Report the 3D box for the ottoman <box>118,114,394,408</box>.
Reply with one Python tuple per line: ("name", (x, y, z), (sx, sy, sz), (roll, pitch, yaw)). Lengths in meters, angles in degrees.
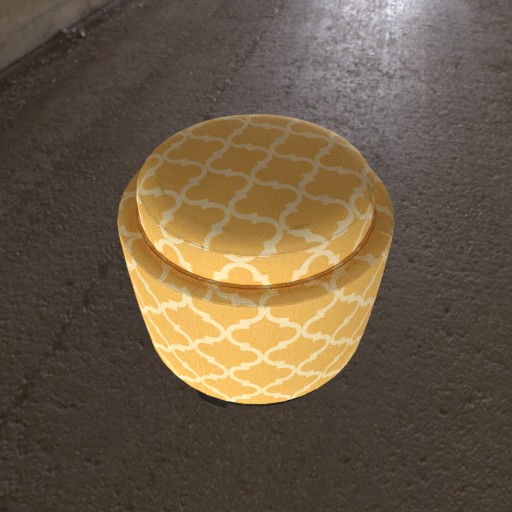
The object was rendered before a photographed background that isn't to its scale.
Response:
("ottoman", (0.000, 0.000, 0.874), (0.480, 0.429, 0.480), (0, 46, 0))
